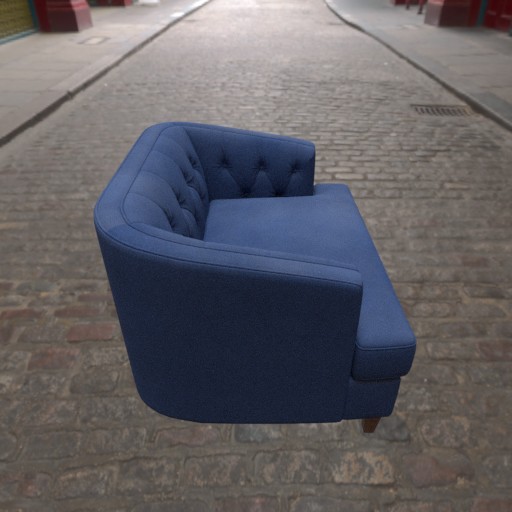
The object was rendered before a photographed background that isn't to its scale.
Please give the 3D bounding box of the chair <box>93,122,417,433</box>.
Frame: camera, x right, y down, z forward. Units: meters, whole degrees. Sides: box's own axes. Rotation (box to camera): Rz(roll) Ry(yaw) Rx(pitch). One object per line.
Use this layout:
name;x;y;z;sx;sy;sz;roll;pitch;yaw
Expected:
chair;0.000;0.000;1.719;0.914;0.787;1.118;0;33;0
